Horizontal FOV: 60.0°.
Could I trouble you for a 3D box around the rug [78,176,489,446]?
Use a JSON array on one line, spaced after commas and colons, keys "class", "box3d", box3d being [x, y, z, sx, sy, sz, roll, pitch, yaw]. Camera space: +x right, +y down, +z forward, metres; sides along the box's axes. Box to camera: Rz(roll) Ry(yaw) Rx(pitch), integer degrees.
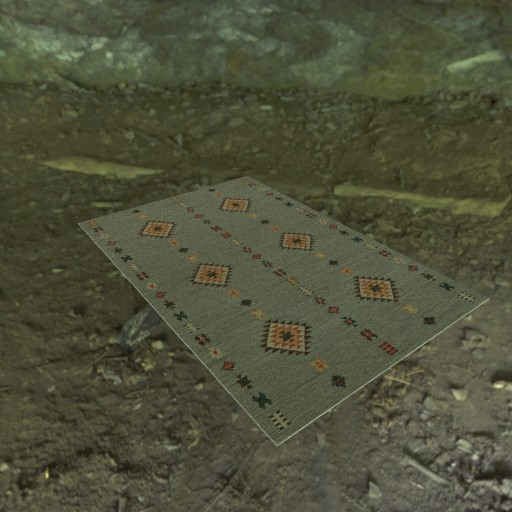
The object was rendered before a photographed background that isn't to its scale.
[{"class": "rug", "box3d": [0.000, 0.000, 2.269, 1.217, 0.005, 1.818, -22, 38, -31]}]
